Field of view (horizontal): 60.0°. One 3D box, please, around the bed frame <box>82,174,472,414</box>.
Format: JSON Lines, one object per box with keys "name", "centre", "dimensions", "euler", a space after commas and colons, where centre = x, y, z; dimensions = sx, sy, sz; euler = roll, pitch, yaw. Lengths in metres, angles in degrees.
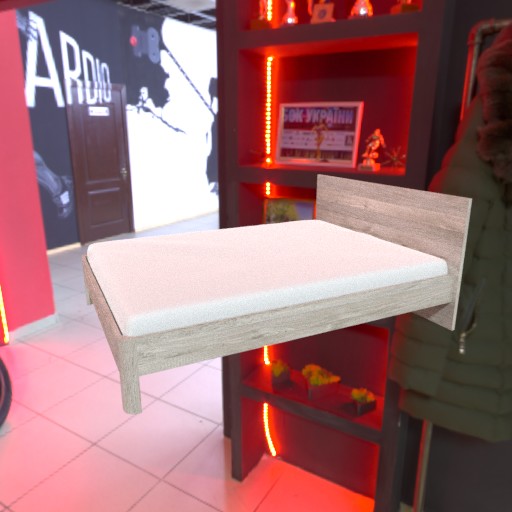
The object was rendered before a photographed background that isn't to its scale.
{"name": "bed frame", "centre": [0.000, 0.000, 2.805], "dimensions": [1.950, 0.800, 1.490], "euler": [-8, 18, -25]}
